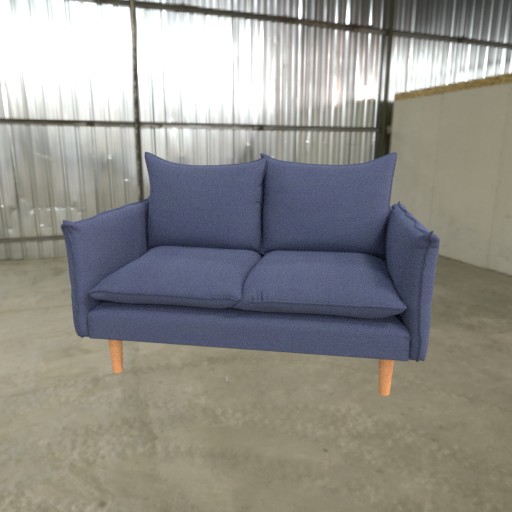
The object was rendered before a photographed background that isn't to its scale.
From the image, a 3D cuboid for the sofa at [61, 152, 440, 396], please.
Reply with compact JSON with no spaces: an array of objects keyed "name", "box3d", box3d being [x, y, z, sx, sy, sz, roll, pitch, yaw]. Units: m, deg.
[{"name":"sofa","box3d":[0.000,0.000,1.856,1.300,0.840,0.820,2,14,9]}]
